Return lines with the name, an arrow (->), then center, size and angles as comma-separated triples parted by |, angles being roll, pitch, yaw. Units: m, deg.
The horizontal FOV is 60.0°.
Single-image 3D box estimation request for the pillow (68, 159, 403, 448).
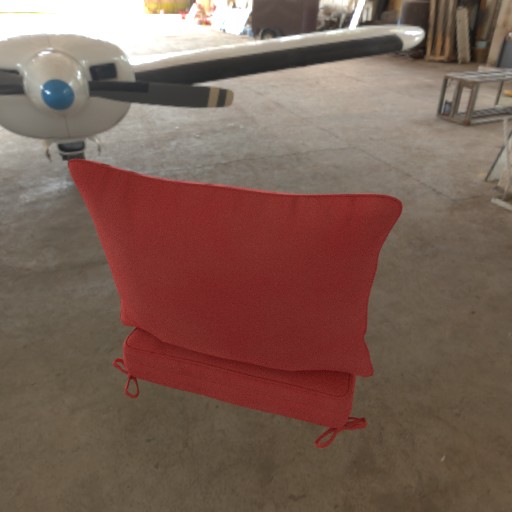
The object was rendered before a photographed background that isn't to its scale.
pillow -> 0.000, 0.000, 1.361 | 0.798, 0.725, 0.733 | 9, 32, 15
